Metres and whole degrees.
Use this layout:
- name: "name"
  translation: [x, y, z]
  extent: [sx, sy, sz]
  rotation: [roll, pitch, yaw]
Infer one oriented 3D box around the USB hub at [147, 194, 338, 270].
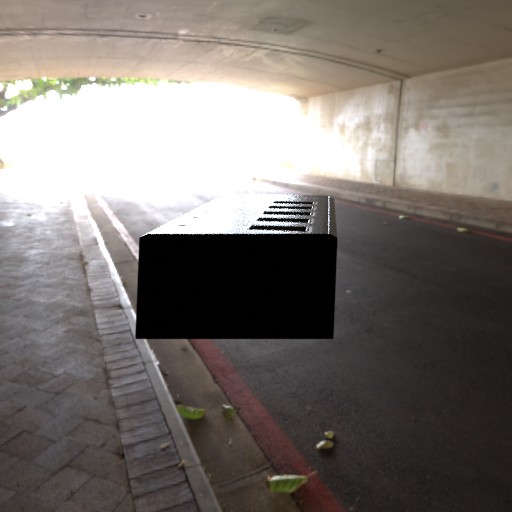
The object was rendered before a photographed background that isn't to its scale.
- name: "USB hub"
  translation: [0.000, 0.000, 0.127]
  extent: [0.044, 0.023, 0.110]
  rotation: [2, 15, 9]
